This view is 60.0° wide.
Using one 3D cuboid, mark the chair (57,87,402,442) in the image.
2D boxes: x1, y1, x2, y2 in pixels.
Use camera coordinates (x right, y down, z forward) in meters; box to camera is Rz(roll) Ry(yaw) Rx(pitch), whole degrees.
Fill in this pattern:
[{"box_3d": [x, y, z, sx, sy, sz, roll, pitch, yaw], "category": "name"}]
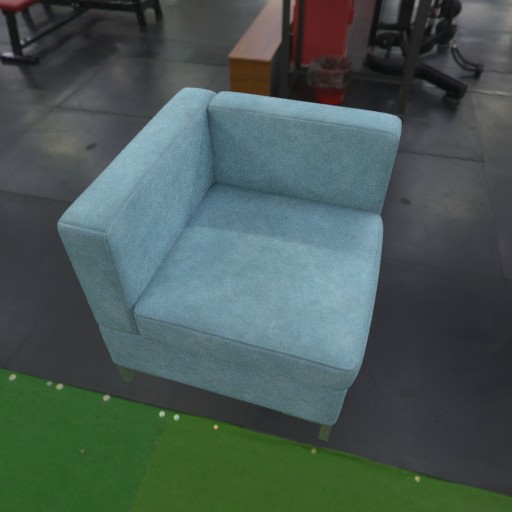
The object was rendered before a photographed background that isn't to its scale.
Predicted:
[{"box_3d": [0.000, 0.000, 1.275, 0.684, 0.660, 0.691, 12, 47, 12], "category": "chair"}]
